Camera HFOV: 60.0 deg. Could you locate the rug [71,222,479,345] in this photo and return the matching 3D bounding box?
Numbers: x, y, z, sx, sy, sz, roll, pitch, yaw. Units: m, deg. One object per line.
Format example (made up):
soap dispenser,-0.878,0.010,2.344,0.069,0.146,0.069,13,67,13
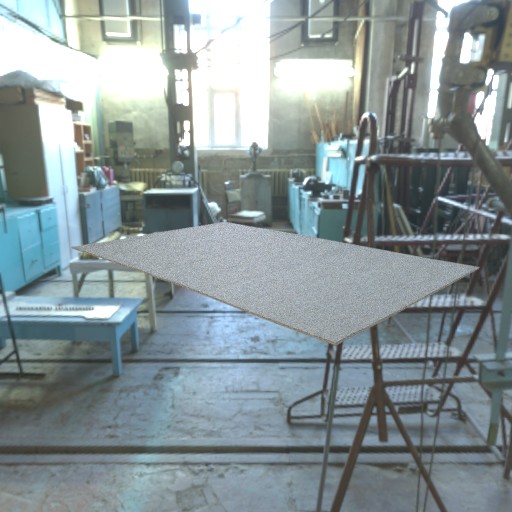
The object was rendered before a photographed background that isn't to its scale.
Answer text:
rug,0.000,0.000,2.271,1.792,0.021,1.154,14,19,43
